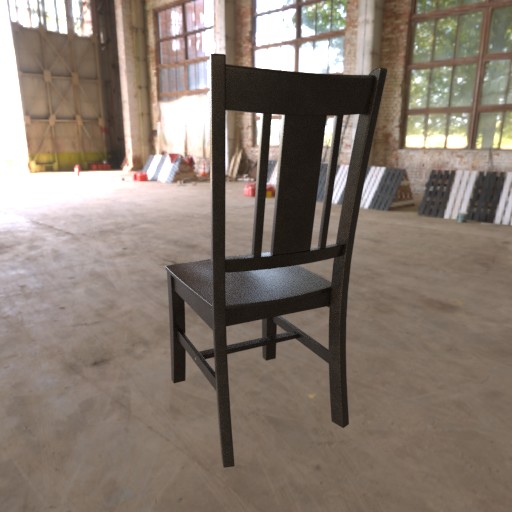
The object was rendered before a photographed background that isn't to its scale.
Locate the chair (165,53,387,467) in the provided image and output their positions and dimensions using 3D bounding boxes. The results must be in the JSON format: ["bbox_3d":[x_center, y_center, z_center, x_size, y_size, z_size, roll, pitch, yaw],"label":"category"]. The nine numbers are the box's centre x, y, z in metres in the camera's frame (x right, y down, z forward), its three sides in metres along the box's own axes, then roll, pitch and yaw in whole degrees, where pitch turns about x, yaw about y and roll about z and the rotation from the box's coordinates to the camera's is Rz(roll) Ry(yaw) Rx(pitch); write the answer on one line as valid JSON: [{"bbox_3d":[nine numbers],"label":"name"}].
[{"bbox_3d":[0.000,0.000,1.311,0.450,0.998,0.555,-7,17,-26],"label":"chair"}]
